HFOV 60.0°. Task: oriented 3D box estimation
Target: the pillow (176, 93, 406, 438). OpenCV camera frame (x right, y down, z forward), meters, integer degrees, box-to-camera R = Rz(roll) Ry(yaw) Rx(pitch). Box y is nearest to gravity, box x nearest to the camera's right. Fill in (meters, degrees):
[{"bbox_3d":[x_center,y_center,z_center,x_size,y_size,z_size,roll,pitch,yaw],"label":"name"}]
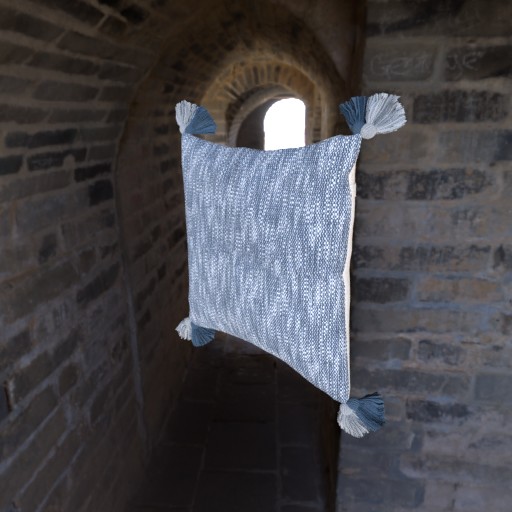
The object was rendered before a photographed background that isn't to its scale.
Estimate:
[{"bbox_3d":[0.000,0.000,0.921,0.138,0.634,0.614,-16,23,-43],"label":"pillow"}]
